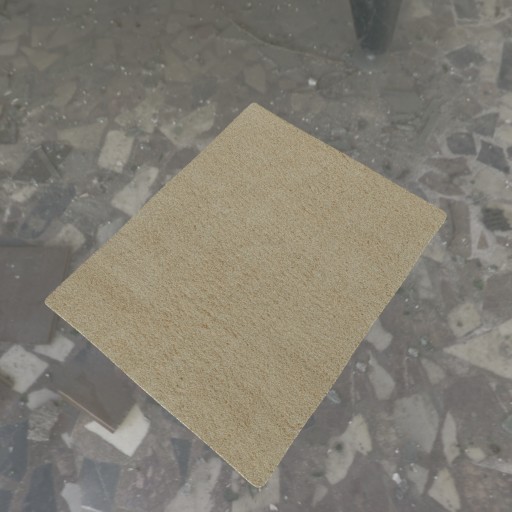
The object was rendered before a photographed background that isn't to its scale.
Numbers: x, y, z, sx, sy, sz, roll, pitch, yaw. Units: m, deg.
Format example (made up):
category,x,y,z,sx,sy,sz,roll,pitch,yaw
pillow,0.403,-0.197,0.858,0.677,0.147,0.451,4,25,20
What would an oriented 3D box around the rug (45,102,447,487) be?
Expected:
category,x,y,z,sx,sy,sz,roll,pitch,yaw
rug,0.000,0.000,4.090,2.401,0.025,3.001,35,68,16
